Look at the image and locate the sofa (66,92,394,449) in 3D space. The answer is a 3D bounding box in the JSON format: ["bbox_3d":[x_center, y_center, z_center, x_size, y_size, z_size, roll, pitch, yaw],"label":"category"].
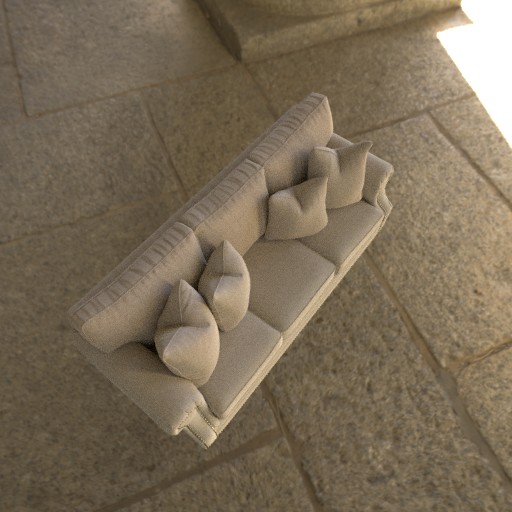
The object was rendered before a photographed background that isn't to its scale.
[{"bbox_3d":[0.000,0.000,2.919,0.965,0.975,2.312,34,65,19],"label":"sofa"}]
